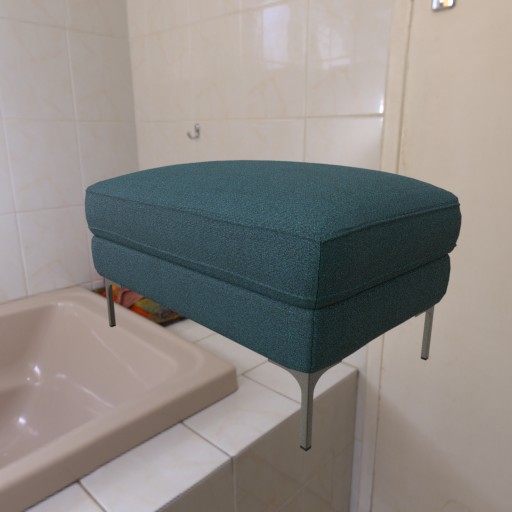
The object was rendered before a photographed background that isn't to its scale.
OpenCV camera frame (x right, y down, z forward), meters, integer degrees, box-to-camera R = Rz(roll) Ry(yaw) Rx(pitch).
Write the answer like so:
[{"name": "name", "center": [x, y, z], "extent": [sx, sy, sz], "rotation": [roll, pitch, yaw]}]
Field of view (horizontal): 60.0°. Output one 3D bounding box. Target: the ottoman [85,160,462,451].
[{"name": "ottoman", "center": [0.000, 0.000, 1.187], "extent": [0.563, 0.498, 0.856], "rotation": [-15, 21, -42]}]
